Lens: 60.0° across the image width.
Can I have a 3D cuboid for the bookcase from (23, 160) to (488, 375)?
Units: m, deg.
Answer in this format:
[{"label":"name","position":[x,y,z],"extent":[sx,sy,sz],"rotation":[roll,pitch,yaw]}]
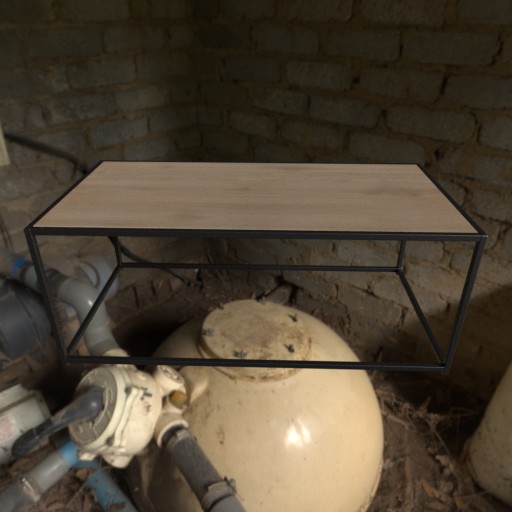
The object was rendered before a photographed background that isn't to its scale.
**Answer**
[{"label":"bookcase","position":[0.000,0.000,1.266],"extent":[1.000,0.400,0.500],"rotation":[1,29,2]}]
